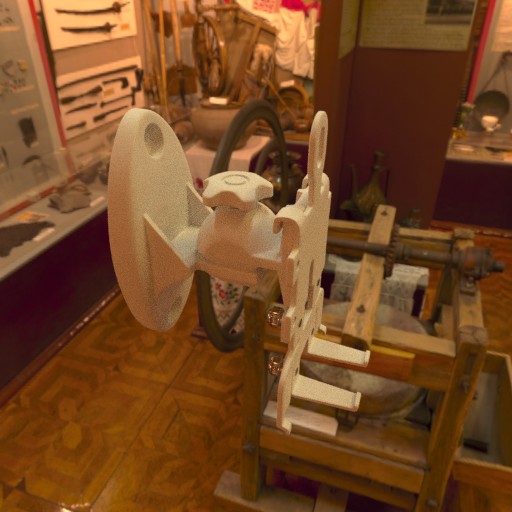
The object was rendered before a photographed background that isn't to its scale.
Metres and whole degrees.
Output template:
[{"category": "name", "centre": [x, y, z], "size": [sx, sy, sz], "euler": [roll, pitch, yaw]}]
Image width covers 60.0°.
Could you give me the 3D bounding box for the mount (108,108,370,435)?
[{"category": "mount", "centre": [0.000, 0.000, 0.179], "size": [0.100, 0.118, 0.066], "euler": [11, 33, 17]}]
